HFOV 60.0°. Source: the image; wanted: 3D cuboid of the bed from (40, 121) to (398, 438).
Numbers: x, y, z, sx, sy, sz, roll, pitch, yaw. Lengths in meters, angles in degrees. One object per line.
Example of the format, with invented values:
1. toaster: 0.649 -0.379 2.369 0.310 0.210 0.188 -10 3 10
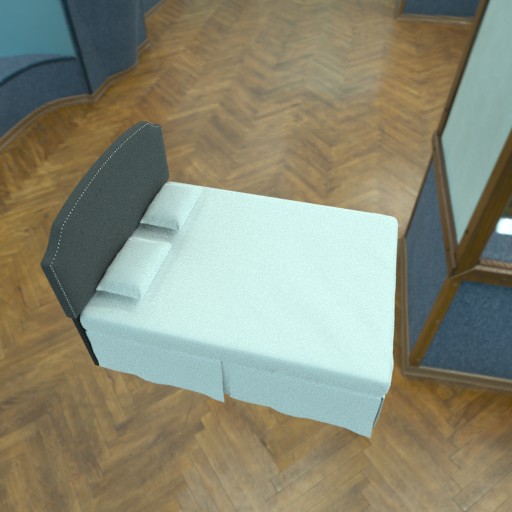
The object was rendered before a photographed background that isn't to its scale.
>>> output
1. bed: 0.000 0.000 3.016 1.999 1.270 1.558 10 47 10
